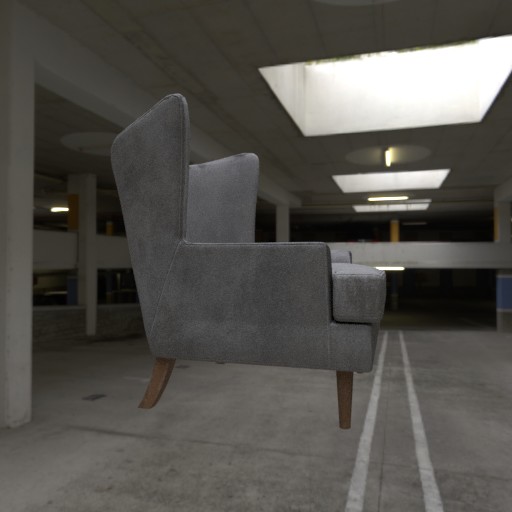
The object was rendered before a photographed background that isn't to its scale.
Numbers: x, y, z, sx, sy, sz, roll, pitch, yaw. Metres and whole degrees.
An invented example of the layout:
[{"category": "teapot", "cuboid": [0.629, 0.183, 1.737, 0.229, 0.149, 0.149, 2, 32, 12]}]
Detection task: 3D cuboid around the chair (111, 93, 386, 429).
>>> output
[{"category": "chair", "cuboid": [0.000, 0.000, 1.620, 0.906, 0.950, 0.784, 0, -1, 17]}]
